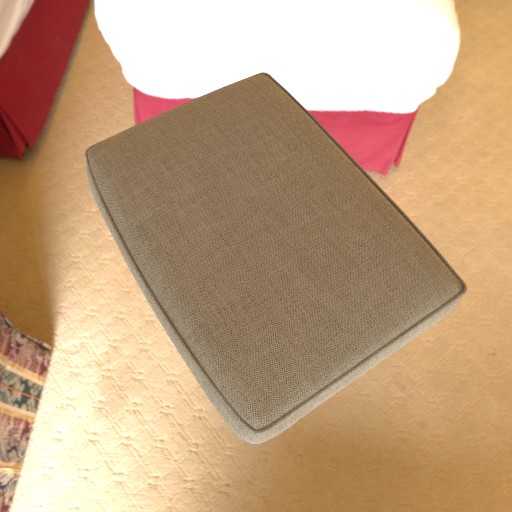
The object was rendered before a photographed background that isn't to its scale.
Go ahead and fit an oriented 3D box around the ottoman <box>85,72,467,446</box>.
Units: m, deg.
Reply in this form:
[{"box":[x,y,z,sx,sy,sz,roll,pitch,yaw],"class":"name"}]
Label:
[{"box":[0.000,0.000,1.094,0.555,0.458,0.750,-30,67,-14],"class":"ottoman"}]
